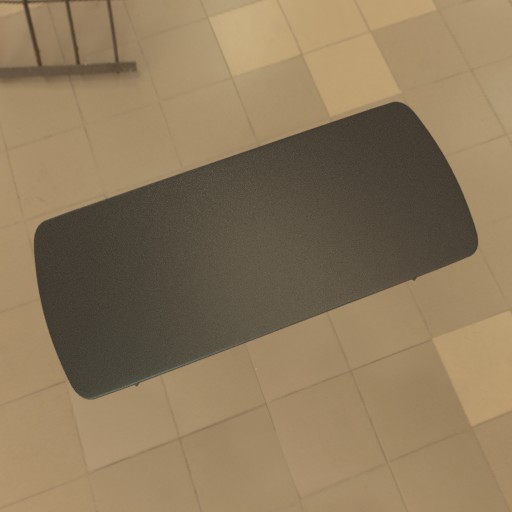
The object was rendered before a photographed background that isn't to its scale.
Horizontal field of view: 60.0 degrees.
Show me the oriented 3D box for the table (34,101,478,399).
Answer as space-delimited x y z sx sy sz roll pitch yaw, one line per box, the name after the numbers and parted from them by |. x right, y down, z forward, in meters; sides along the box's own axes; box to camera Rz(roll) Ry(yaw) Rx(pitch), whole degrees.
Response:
0.000 0.000 1.579 1.333 0.457 0.571 -20 77 -5 | table
